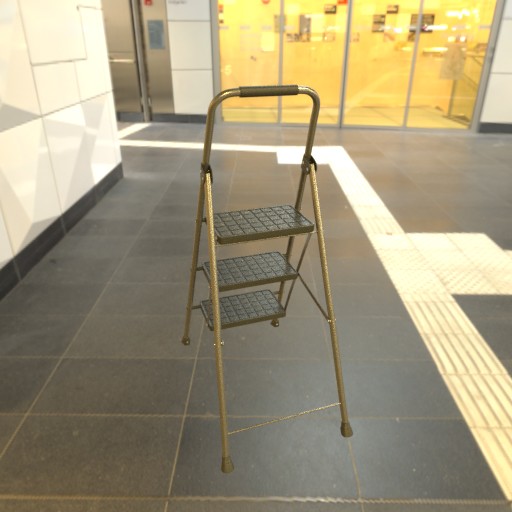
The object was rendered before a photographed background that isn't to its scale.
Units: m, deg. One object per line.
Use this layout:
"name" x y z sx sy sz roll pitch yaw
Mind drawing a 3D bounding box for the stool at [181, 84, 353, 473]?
"stool" 0.000 0.000 1.529 0.473 1.121 0.733 -9 28 -17
